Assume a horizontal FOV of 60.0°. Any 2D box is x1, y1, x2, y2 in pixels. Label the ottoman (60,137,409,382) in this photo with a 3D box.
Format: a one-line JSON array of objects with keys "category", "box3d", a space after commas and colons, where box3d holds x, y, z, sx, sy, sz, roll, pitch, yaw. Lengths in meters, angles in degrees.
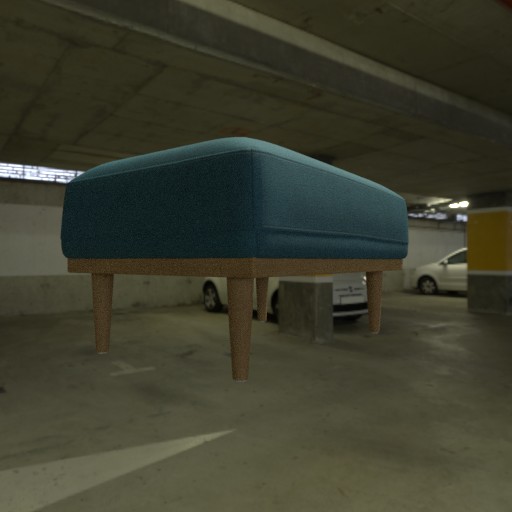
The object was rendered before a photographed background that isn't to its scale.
[{"category": "ottoman", "box3d": [0.000, 0.000, 1.106, 0.549, 0.428, 0.749, 0, -1, 36]}]
